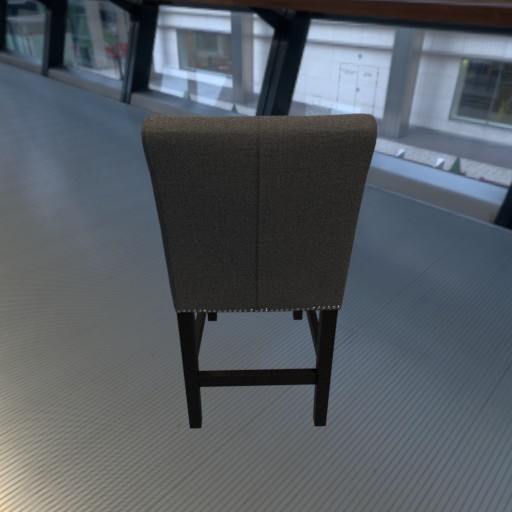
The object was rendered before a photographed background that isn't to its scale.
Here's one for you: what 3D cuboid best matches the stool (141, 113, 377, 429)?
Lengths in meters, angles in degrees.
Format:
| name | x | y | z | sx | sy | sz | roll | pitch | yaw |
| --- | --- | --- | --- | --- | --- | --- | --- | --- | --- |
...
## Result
| name | x | y | z | sx | sy | sz | roll | pitch | yaw |
| --- | --- | --- | --- | --- | --- | --- | --- | --- | --- |
| stool | 0.000 | 0.000 | 1.225 | 0.427 | 0.885 | 0.571 | -1 | 32 | -1 |
